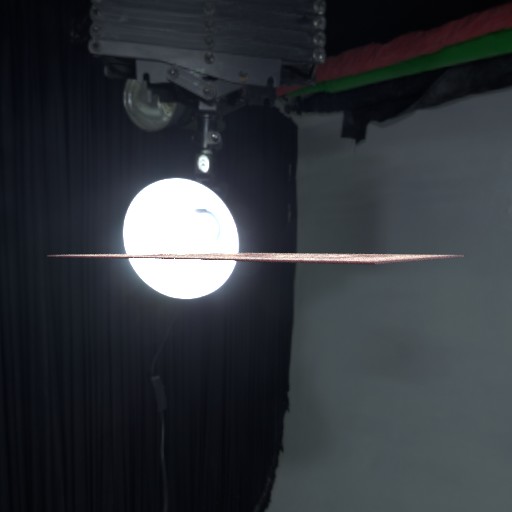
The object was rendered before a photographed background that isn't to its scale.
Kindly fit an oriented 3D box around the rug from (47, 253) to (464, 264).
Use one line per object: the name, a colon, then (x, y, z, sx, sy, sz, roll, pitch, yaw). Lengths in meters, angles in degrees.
rug: (0.000, 0.000, 2.898, 2.210, 0.011, 1.599, 1, 1, 36)
